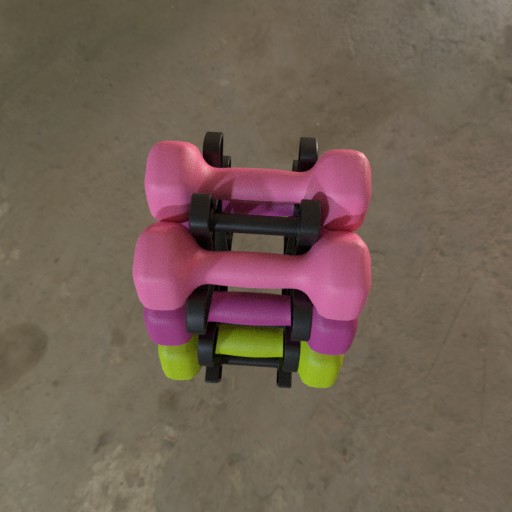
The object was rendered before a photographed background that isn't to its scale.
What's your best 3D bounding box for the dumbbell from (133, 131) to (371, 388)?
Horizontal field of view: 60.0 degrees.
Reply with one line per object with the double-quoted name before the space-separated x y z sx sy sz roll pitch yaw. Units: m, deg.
"dumbbell" 0.000 0.000 0.448 0.203 0.261 0.257 4 76 1
